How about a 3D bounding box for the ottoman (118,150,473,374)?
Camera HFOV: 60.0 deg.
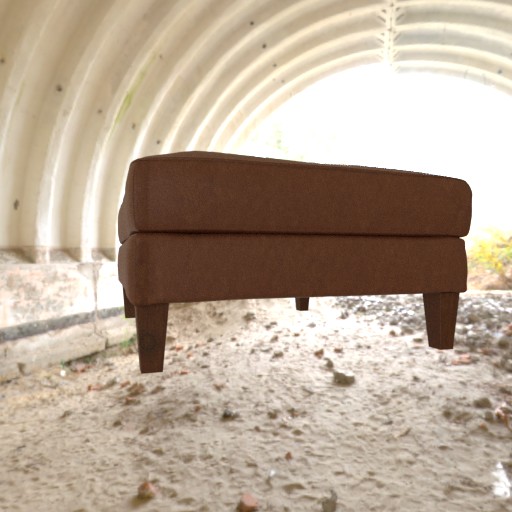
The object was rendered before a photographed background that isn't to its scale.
[{"bbox_3d":[0.000,0.000,1.423,0.836,0.472,0.987,0,0,-18],"label":"ottoman"}]
